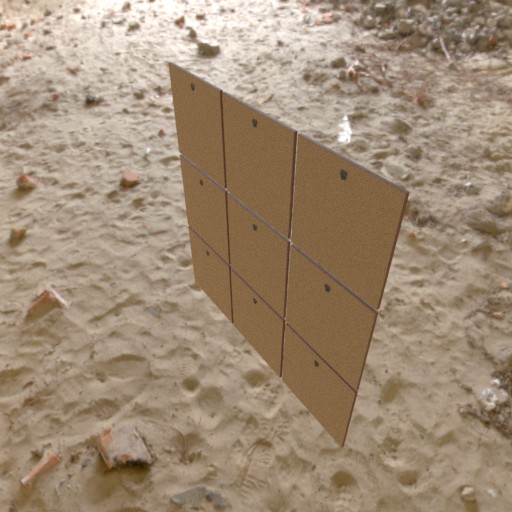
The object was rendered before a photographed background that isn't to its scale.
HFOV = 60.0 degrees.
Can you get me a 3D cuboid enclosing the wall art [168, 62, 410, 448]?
[{"bbox_3d":[0.000,0.000,1.809,0.019,1.218,1.221,-25,46,-26],"label":"wall art"}]
